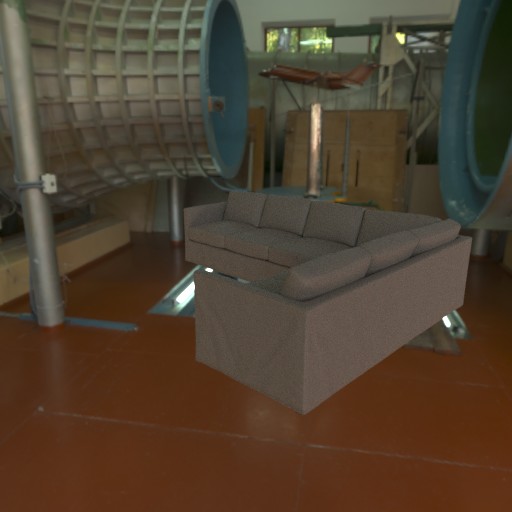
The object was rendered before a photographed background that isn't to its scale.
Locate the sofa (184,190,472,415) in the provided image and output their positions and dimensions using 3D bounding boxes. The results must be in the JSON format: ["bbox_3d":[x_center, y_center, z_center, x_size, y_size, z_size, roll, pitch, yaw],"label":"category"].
[{"bbox_3d":[0.000,0.000,4.347,3.182,0.871,2.432,15,22,43],"label":"sofa"}]
